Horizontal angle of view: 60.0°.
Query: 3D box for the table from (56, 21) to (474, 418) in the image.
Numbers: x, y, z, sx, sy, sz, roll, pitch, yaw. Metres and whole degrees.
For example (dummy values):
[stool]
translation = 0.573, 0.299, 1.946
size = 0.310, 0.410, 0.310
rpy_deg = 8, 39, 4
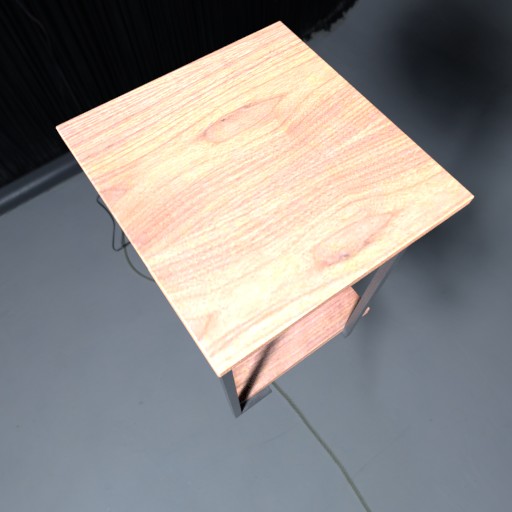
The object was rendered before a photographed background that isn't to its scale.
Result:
[table]
translation = 0.000, 0.000, 0.836
size = 0.384, 0.567, 0.411
rpy_deg = -32, 68, -15
